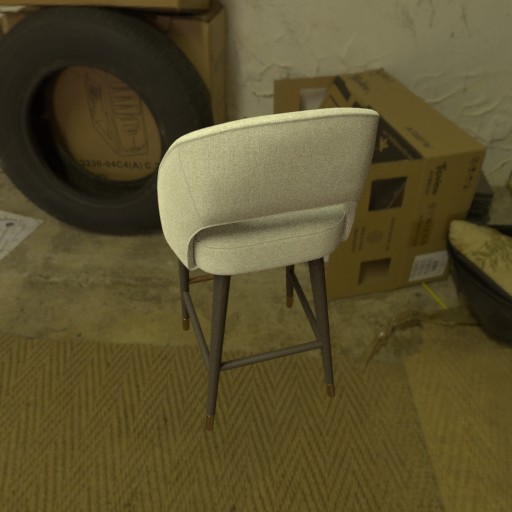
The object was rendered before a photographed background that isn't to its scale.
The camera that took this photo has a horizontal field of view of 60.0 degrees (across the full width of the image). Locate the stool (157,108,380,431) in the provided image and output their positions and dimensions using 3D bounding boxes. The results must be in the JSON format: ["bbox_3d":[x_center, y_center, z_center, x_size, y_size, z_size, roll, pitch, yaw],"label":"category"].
[{"bbox_3d":[0.000,0.000,1.274,0.494,1.037,0.509,-11,41,-12],"label":"stool"}]
